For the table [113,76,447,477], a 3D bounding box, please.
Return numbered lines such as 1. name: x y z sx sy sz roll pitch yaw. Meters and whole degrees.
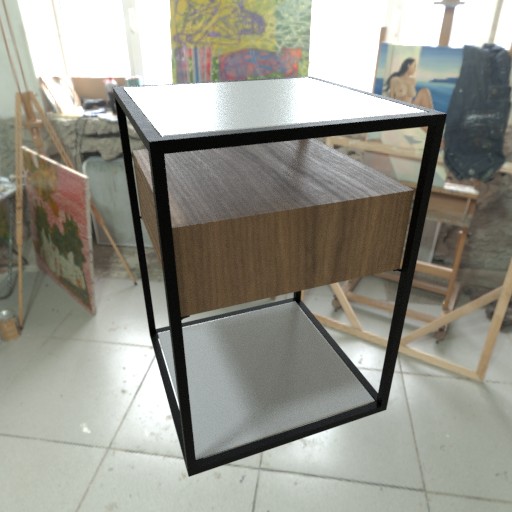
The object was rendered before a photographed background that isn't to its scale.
1. table: 0.000 0.000 0.793 0.378 0.540 0.378 -11 31 -18
